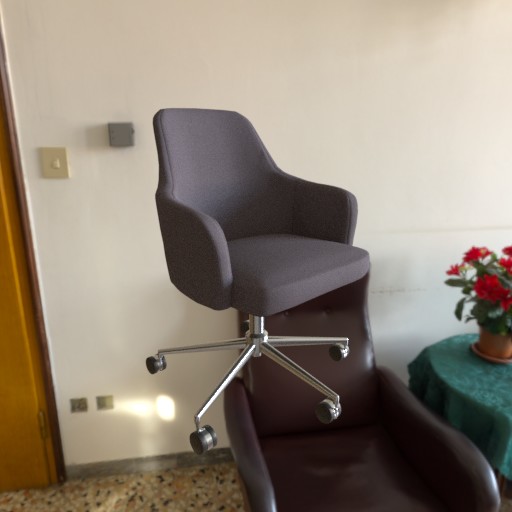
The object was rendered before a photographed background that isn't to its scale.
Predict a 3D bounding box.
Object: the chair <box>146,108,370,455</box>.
[{"bbox_3d":[0.000,0.000,1.272,0.655,0.820,0.600,-15,22,-42],"label":"chair"}]
